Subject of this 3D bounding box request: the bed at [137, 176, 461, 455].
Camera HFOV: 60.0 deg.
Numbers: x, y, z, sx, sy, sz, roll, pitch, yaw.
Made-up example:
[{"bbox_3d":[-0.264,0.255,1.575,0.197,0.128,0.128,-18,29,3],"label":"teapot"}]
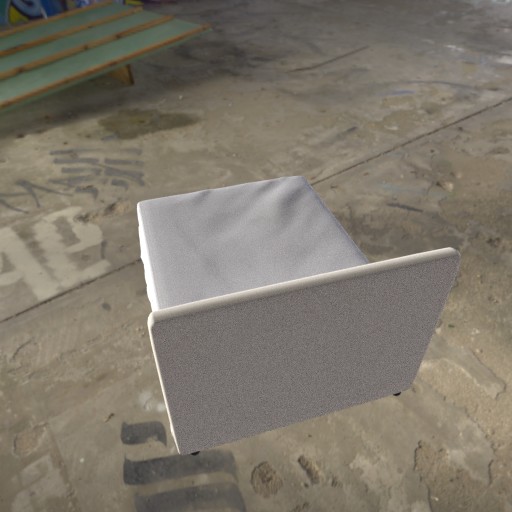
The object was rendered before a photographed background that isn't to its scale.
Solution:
[{"bbox_3d":[0.000,0.000,3.331,1.713,1.330,2.142,-11,42,-13],"label":"bed"}]
